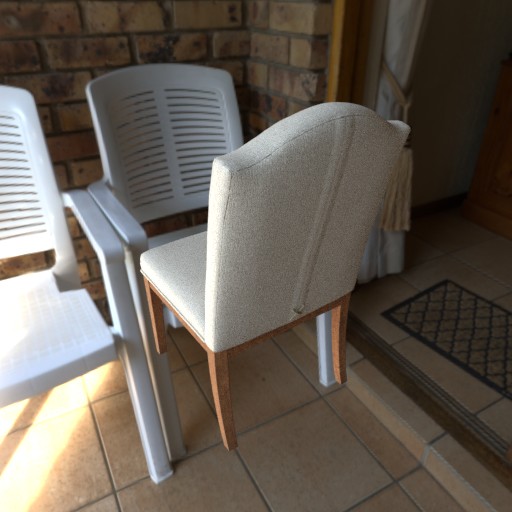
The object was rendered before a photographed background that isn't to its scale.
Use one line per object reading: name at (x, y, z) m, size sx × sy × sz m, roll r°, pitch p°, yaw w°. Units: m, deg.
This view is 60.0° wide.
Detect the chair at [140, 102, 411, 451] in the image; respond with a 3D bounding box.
chair at (0.000, 0.000, 1.375) m, size 0.534 × 1.012 × 0.648 m, roll -20°, pitch 36°, yaw -29°
